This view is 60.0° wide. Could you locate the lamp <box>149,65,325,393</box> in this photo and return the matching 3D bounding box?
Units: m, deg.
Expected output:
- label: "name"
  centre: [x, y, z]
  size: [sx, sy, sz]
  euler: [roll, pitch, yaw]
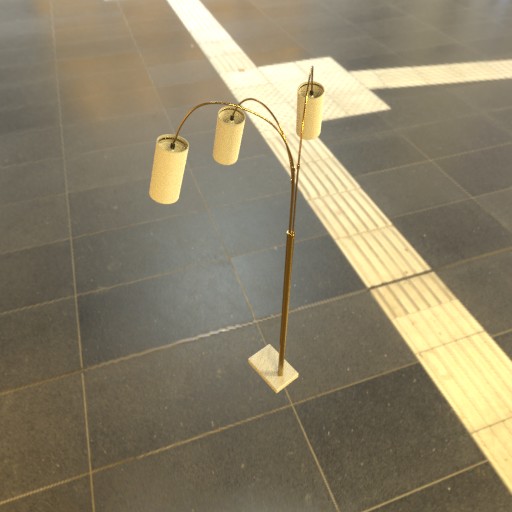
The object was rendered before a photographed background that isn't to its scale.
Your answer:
- label: "lamp"
  centre: [0.000, 0.000, 2.549]
  size: [1.020, 2.055, 0.667]
  euler: [-30, 52, -26]
